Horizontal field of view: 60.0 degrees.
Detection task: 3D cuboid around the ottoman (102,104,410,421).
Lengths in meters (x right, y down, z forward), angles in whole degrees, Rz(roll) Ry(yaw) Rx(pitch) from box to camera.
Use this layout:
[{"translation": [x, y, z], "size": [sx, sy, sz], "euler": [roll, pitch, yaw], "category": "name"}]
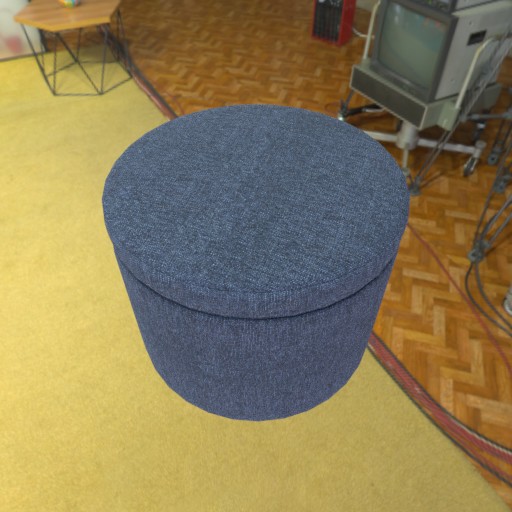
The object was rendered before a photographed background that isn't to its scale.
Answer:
[{"translation": [0.000, 0.000, 0.866], "size": [0.500, 0.419, 0.500], "euler": [0, 46, 0], "category": "ottoman"}]
